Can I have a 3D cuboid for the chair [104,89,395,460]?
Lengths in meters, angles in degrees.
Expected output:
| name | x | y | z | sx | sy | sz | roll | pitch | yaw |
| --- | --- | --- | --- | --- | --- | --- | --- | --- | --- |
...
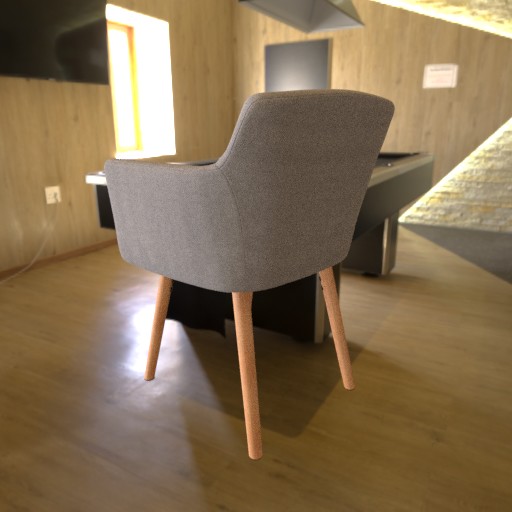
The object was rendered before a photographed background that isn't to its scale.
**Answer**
| name | x | y | z | sx | sy | sz | roll | pitch | yaw |
| --- | --- | --- | --- | --- | --- | --- | --- | --- | --- |
| chair | 0.000 | 0.000 | 1.136 | 0.570 | 0.780 | 0.540 | -16 | 24 | -42 |
